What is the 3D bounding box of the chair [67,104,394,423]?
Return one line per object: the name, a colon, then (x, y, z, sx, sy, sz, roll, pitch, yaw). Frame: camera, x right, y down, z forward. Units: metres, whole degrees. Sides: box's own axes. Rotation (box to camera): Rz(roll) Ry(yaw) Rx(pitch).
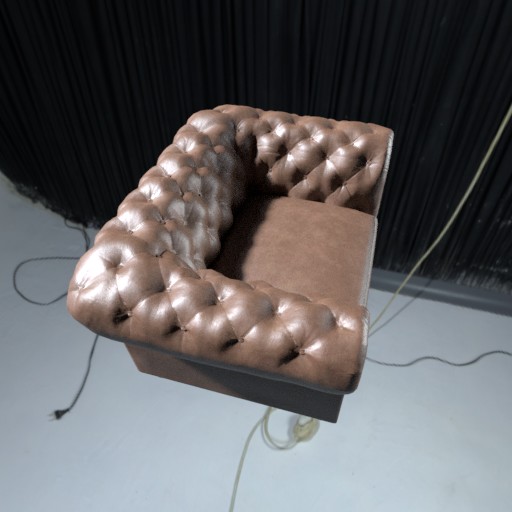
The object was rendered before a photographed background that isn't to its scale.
chair: (0.000, 0.000, 1.870, 0.954, 0.784, 1.298, 11, 47, 11)
